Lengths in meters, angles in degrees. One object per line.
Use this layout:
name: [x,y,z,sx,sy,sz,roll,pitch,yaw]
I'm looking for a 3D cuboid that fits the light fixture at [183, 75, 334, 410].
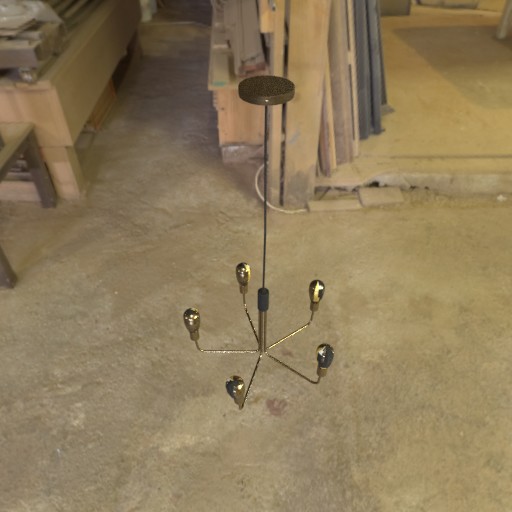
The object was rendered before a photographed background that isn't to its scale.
light fixture: [0.000,0.000,1.394,0.532,1.059,0.588,0,42,0]
